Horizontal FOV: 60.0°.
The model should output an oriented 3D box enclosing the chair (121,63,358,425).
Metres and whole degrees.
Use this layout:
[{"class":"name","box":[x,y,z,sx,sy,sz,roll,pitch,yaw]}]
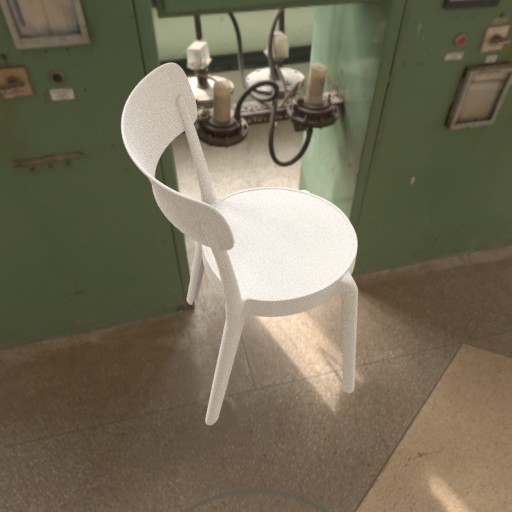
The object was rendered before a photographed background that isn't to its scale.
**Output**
[{"class":"chair","box":[0.000,0.000,1.106,0.491,0.790,0.506,-9,47,-9]}]
